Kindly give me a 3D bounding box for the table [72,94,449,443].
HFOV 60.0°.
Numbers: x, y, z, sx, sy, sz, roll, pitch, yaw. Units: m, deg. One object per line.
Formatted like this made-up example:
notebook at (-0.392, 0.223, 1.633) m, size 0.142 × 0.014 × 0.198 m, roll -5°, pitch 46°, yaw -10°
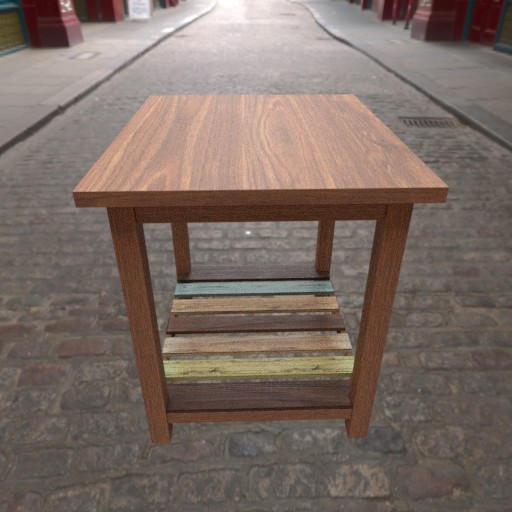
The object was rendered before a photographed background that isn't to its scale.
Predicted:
table at (0.000, 0.000, 1.103) m, size 0.559 × 0.635 × 0.660 m, roll -1°, pitch 31°, yaw -1°
